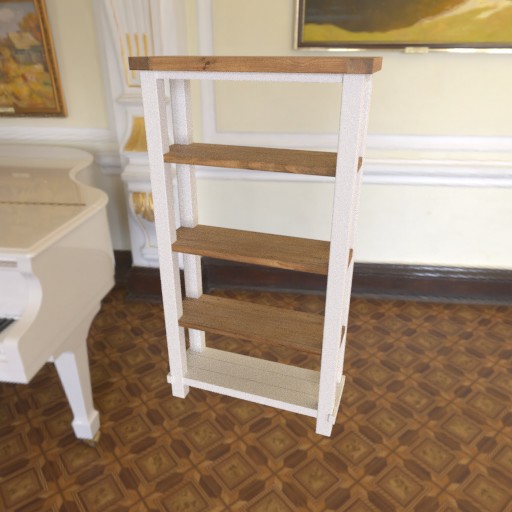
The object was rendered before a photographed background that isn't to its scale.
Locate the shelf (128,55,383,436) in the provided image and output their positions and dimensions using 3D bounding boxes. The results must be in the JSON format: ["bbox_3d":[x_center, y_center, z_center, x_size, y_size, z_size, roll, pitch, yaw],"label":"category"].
[{"bbox_3d":[0.000,0.000,2.290,1.022,1.878,0.381,8,26,17],"label":"shelf"}]
